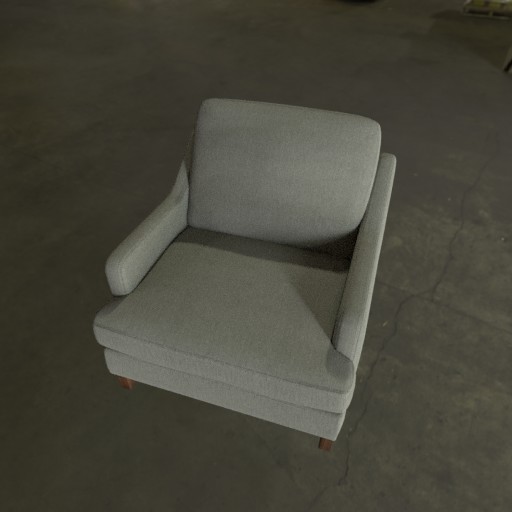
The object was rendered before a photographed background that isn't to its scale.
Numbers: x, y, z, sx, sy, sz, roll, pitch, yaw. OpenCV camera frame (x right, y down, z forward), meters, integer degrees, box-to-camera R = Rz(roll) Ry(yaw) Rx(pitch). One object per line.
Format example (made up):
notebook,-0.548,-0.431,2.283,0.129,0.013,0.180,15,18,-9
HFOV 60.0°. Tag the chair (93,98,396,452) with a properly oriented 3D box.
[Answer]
chair,0.000,0.000,1.560,0.826,0.821,0.892,12,42,14
